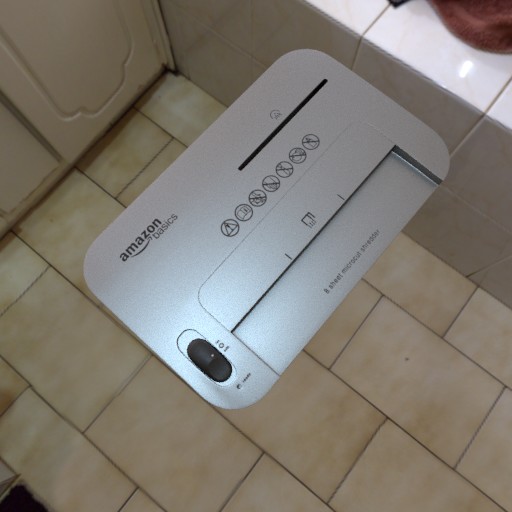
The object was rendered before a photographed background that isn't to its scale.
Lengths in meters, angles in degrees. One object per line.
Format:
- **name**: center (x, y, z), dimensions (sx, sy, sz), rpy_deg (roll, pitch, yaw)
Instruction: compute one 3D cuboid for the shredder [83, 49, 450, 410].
- **shredder**: center (0.000, 0.000, 0.589), dimensions (0.237, 0.419, 0.311), rpy_deg (40, 79, 10)
